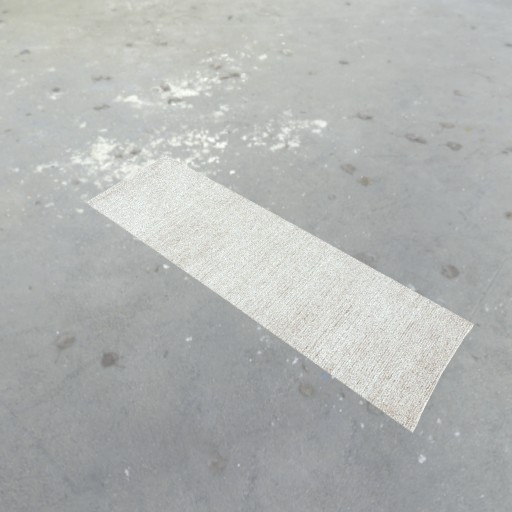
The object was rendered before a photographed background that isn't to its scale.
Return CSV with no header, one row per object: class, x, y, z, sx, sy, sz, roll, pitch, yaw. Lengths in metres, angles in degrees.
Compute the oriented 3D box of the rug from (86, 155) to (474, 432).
rug,0.000,0.000,2.590,2.346,0.013,0.712,32,55,26
